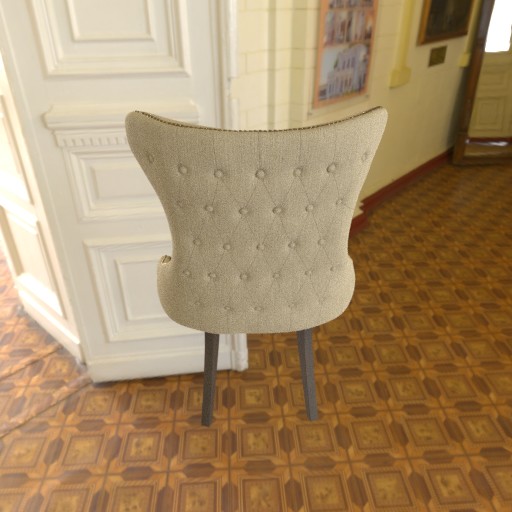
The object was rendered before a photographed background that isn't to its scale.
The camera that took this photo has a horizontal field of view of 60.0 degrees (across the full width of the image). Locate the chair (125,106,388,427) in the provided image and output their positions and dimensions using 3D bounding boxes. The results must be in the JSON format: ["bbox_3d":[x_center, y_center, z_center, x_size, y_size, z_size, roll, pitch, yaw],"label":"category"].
[{"bbox_3d":[0.000,0.000,1.372,0.628,0.967,0.635,-2,31,-3],"label":"chair"}]
